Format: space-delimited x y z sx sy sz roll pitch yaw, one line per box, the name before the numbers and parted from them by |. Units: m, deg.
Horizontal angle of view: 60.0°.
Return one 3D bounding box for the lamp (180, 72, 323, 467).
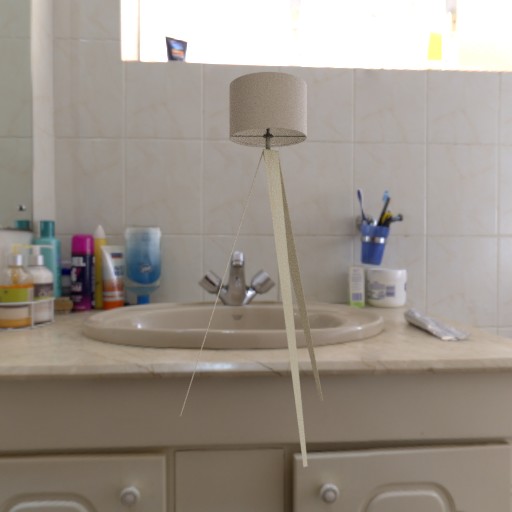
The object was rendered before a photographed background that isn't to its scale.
lamp | 0.000 0.000 1.958 0.716 1.524 0.724 0 0 -1
